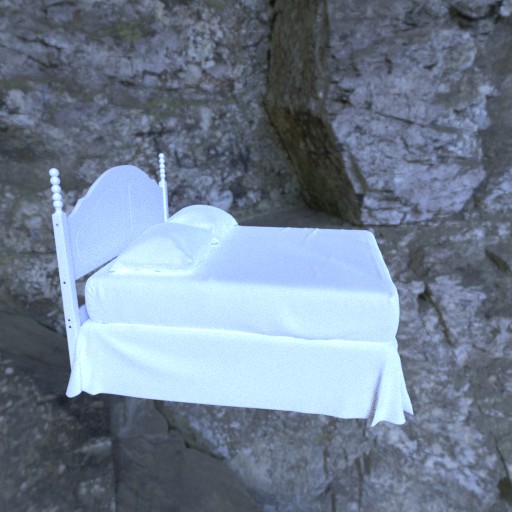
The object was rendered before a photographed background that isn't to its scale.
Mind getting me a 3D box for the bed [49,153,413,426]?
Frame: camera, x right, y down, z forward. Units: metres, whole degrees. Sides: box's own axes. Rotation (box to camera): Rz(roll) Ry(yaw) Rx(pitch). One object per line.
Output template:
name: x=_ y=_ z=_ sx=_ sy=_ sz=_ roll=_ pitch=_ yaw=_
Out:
bed: x=0.000 y=0.000 z=3.209 sx=2.040 sy=1.356 sz=1.873 roll=3 pitch=16 yaw=9
